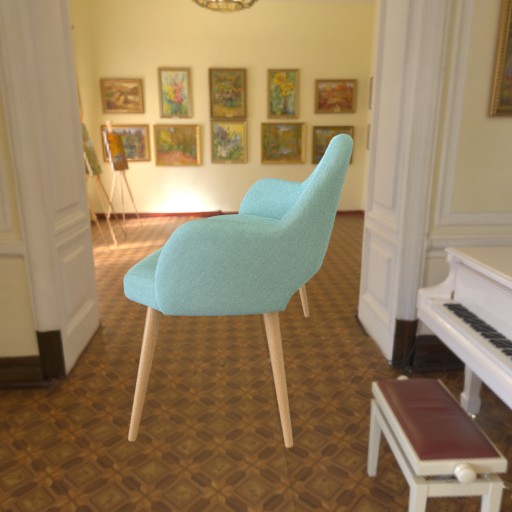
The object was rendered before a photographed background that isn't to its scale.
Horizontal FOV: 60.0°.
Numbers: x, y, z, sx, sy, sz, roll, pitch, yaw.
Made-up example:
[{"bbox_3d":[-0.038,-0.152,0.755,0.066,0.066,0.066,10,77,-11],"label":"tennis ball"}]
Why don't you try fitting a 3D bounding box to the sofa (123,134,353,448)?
[{"bbox_3d":[0.000,0.000,1.592,0.610,0.840,1.150,2,15,9],"label":"sofa"}]
